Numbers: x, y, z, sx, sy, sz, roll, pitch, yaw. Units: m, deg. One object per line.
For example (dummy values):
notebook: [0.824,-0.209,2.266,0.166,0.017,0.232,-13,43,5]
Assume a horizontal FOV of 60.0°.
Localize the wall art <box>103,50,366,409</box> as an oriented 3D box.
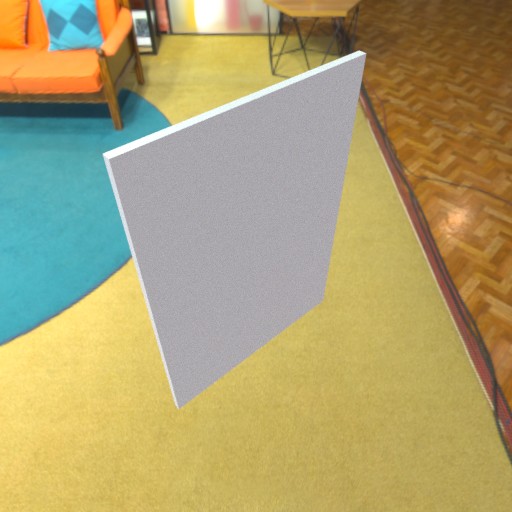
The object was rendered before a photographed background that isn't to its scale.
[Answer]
wall art: [0.000,0.000,0.702,0.381,0.533,0.013,-32,54,-27]
